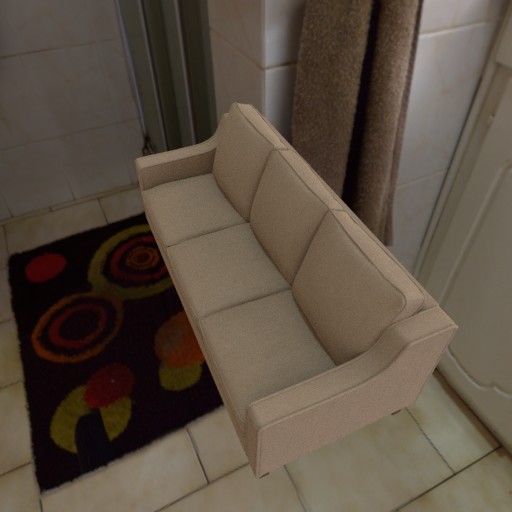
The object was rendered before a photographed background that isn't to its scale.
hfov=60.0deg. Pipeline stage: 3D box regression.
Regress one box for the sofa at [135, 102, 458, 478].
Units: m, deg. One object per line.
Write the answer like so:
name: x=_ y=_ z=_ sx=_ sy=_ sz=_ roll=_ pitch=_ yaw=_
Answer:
sofa: x=0.000 y=0.000 z=2.522 sx=0.911 sy=0.974 sz=1.986 roll=-18 pitch=48 yaw=-17
